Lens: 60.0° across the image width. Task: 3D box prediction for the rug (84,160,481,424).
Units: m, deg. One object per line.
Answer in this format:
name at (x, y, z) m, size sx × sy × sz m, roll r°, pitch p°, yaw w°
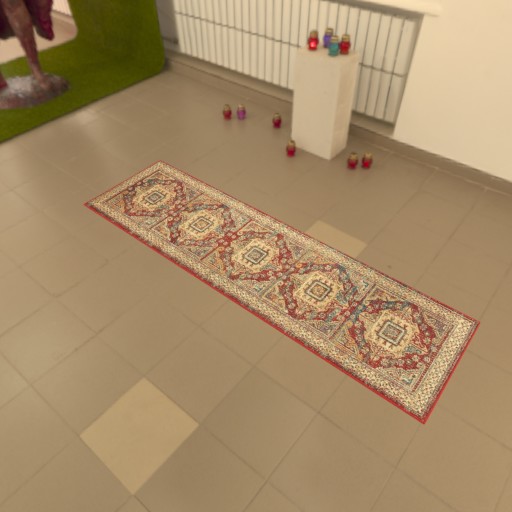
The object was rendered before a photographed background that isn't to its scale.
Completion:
rug at (0.000, 0.000, 2.495) m, size 2.292 × 0.015 × 0.659 m, roll 30°, pitch 52°, yaw 26°
